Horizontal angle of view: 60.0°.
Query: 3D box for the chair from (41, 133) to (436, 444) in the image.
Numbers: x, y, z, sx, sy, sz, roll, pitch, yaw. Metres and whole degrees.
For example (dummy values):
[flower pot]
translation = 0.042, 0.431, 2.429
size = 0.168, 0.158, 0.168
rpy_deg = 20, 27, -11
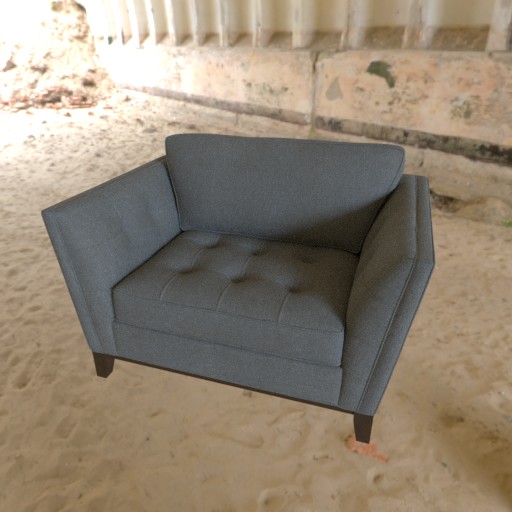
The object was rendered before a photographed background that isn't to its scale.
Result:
[chair]
translation = 0.000, 0.000, 2.004
size = 1.396, 0.942, 0.965
rpy_deg = 8, 27, 16
